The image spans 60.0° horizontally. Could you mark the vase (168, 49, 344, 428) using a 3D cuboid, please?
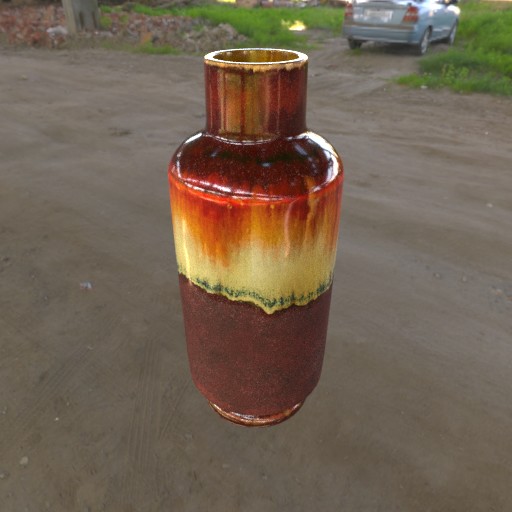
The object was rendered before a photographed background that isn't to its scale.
[{"bbox_3d":[0.000,0.000,0.314,0.111,0.261,0.111,0,32,0],"label":"vase"}]
